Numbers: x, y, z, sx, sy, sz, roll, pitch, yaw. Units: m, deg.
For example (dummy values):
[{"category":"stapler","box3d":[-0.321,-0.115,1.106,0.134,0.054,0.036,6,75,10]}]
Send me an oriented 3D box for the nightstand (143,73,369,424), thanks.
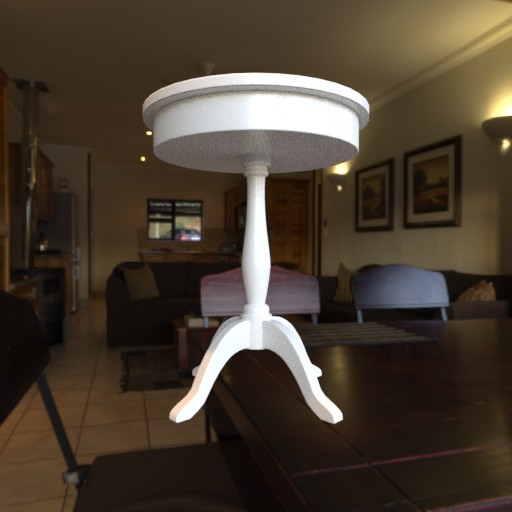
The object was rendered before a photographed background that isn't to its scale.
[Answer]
[{"category":"nightstand","box3d":[0.000,0.000,1.039,0.513,0.653,0.513,-1,1,-35]}]
